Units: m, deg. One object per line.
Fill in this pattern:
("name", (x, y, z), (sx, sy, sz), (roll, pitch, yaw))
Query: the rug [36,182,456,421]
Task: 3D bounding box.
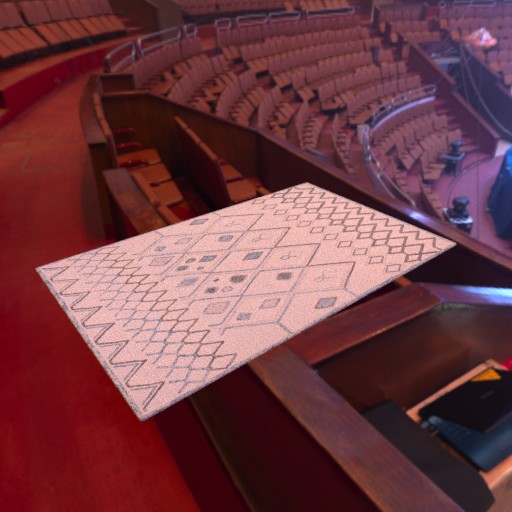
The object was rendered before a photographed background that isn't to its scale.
("rug", (0.000, 0.000, 3.006), (2.439, 0.015, 1.524), (-22, 37, -32))
